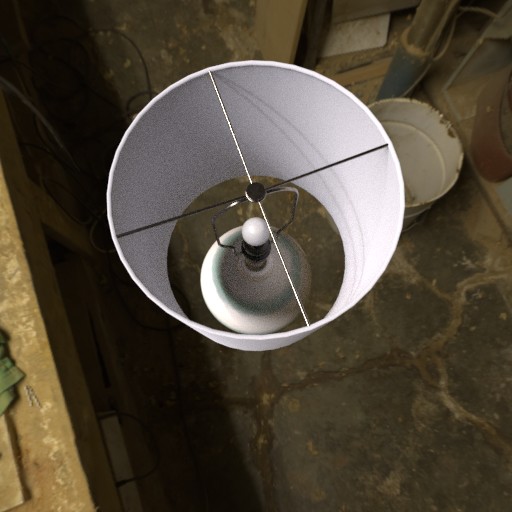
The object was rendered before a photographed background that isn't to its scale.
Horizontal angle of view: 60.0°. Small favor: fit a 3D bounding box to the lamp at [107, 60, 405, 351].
[{"bbox_3d":[0.000,0.000,0.518,0.217,0.404,0.217,-19,77,-5],"label":"lamp"}]
